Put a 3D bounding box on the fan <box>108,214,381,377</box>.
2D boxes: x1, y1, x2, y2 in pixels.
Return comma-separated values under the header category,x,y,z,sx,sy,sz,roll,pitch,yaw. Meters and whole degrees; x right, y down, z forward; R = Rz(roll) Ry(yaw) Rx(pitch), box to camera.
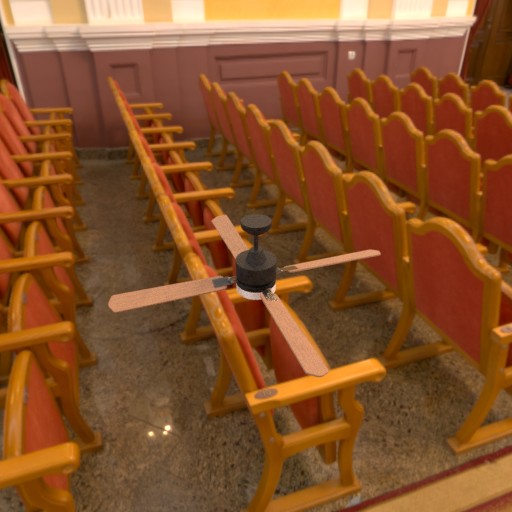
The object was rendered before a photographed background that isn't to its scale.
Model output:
category,x,y,z,sx,sy,sz,roll,pitch,yaw
fan,0.000,0.000,2.001,1.320,0.355,1.320,-10,33,-17
